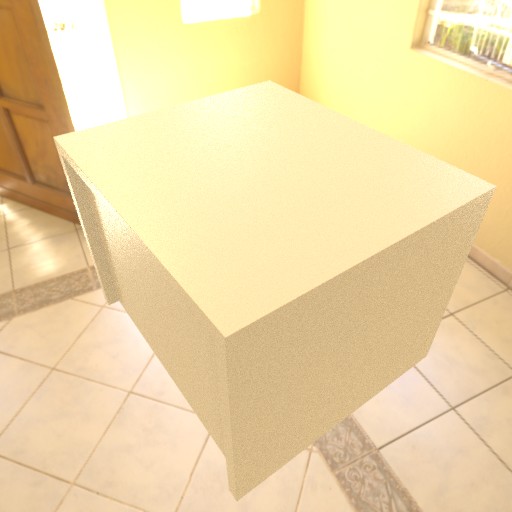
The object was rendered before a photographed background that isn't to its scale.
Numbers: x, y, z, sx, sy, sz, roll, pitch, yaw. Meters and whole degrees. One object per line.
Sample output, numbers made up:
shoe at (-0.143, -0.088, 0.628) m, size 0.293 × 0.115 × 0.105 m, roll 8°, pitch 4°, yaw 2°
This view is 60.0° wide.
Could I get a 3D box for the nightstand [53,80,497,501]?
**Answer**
nightstand at (0.000, 0.000, 0.725) m, size 0.408 × 0.351 × 0.470 m, roll -26°, pitch 47°, yaw -27°
